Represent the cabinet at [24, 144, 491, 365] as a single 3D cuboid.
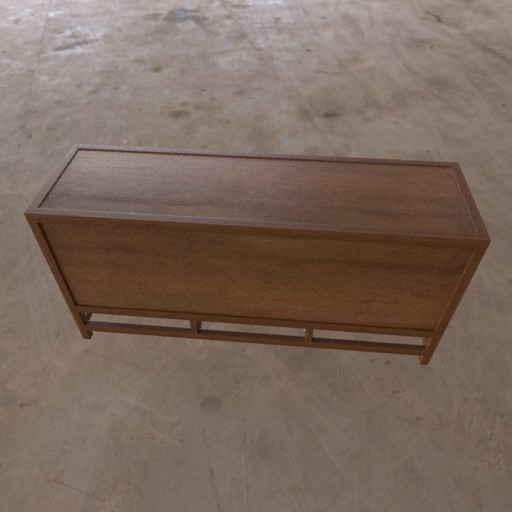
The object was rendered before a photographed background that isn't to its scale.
[{"bbox_3d":[0.000,0.000,2.085,1.708,0.820,0.522,4,45,4],"label":"cabinet"}]
